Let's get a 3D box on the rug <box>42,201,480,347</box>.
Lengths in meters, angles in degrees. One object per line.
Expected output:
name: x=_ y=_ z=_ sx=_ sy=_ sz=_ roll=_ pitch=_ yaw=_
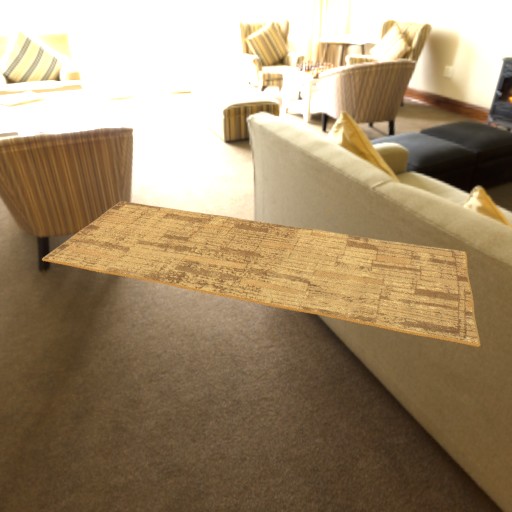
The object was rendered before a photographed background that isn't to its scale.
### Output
rug: x=0.000 y=0.000 z=2.635 sx=2.383 sy=0.018 sz=0.857 roll=10 pitch=33 yaw=15
